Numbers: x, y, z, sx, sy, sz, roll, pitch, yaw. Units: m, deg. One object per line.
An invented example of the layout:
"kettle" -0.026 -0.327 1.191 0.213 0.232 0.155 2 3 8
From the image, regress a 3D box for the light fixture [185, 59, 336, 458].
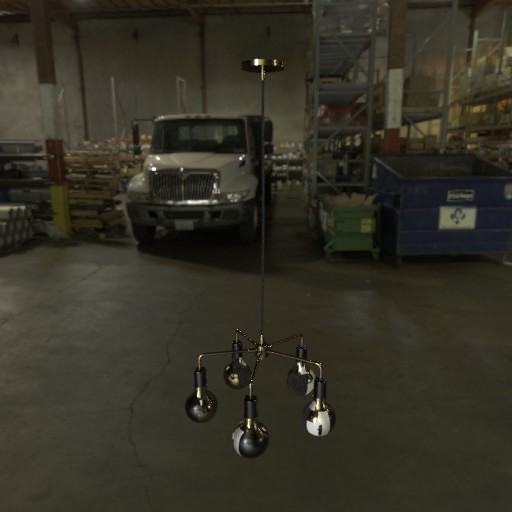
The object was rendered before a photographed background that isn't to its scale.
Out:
"light fixture" 0.000 0.000 1.219 0.421 0.988 0.438 -2 13 -8
